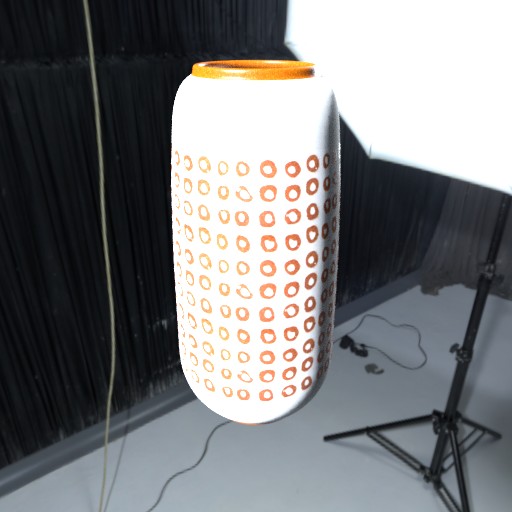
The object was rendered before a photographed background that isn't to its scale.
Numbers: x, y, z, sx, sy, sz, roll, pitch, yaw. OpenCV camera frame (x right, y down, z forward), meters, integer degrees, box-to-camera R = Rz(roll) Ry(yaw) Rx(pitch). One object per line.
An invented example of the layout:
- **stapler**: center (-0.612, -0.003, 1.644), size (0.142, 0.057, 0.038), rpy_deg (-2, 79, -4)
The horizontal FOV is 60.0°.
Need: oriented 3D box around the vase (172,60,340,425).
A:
- **vase**: center (0.000, 0.000, 0.354), size (0.133, 0.282, 0.133), rpy_deg (0, 27, 0)
